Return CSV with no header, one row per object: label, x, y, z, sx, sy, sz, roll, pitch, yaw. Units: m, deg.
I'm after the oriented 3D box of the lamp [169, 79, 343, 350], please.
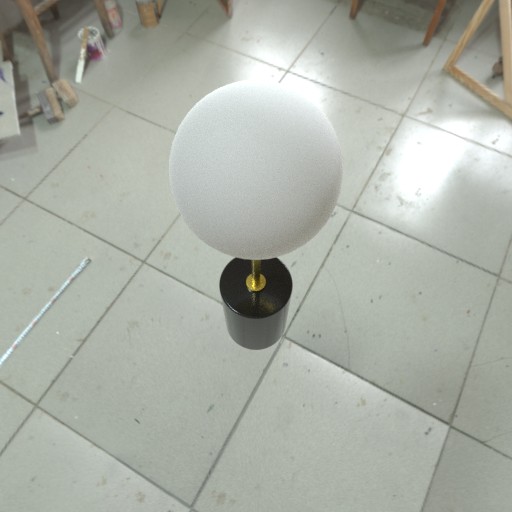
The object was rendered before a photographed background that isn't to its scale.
lamp,0.000,0.000,0.541,0.153,0.480,0.153,0,63,0
